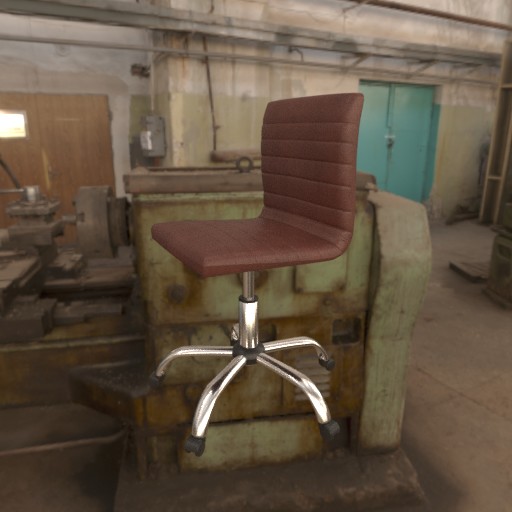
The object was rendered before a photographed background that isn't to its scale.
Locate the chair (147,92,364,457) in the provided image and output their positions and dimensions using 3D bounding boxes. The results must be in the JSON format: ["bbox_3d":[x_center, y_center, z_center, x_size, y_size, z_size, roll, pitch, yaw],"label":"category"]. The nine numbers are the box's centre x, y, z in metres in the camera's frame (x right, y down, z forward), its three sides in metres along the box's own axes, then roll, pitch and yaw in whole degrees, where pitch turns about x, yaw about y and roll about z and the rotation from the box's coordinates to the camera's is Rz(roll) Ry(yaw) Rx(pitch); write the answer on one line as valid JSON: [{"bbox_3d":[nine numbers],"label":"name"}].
[{"bbox_3d":[0.000,0.000,1.135,0.530,0.780,0.556,-8,18,-27],"label":"chair"}]
